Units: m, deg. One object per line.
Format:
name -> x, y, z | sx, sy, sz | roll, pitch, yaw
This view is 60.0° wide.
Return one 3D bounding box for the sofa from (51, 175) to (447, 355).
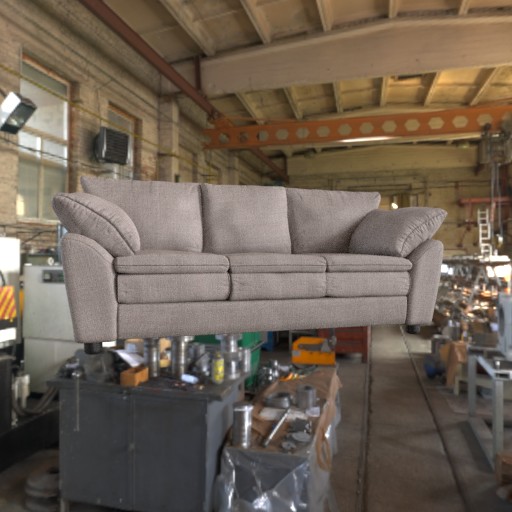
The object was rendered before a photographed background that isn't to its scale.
sofa -> 0.000, 0.000, 2.851 | 2.334, 0.996, 0.878 | 0, 0, -18
